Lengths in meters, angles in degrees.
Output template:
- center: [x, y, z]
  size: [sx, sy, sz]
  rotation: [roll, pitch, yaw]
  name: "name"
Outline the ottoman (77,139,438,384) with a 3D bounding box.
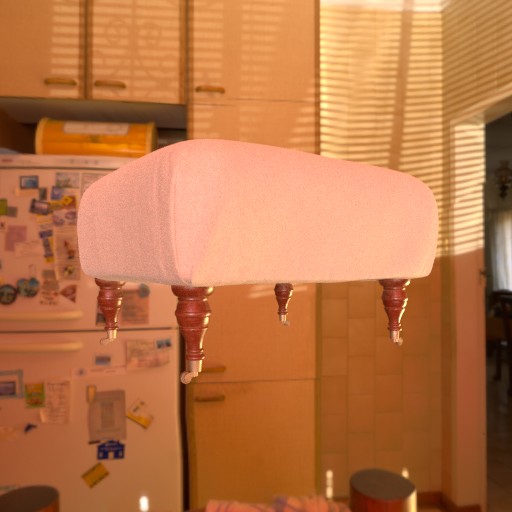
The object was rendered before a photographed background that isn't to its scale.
- center: [0.000, 0.000, 1.115]
  size: [0.746, 0.450, 0.622]
  rotation: [1, -1, -37]
  name: "ottoman"
